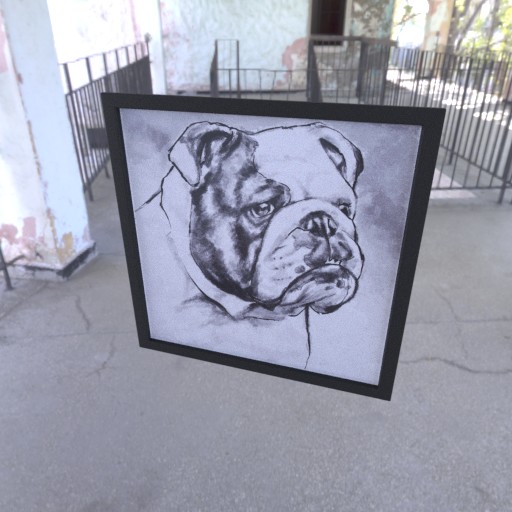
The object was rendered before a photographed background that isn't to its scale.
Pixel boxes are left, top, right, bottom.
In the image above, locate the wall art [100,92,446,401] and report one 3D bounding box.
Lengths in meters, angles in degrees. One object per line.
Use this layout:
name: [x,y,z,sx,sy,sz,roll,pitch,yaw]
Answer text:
wall art: [0.000,0.000,0.977,0.663,0.659,0.016,8,29,15]
